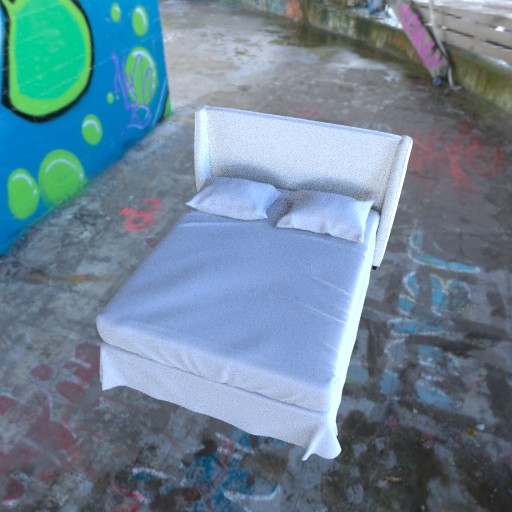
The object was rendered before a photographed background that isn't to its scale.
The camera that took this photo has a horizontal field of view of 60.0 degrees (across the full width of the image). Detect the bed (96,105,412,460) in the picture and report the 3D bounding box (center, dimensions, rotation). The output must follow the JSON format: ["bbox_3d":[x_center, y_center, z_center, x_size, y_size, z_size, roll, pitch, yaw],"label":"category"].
[{"bbox_3d":[0.000,0.000,3.486,1.925,1.332,2.276,13,43,15],"label":"bed"}]
